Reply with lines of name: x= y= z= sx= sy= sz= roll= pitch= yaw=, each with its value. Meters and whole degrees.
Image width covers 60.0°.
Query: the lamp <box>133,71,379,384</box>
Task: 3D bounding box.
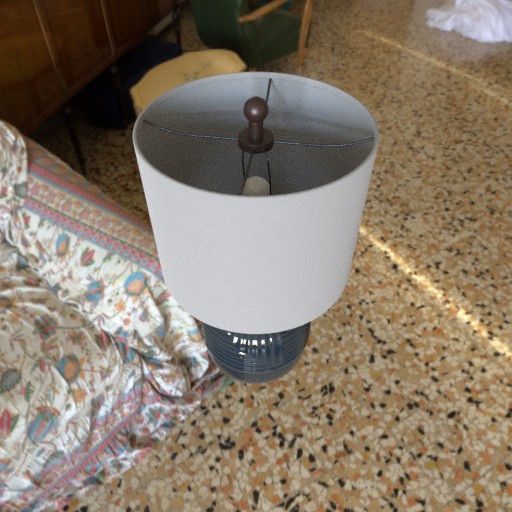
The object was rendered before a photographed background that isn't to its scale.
lamp: x=0.000 y=0.000 z=0.758 sx=0.318 sy=0.567 sz=0.318 roll=0 pitch=46 yaw=0
